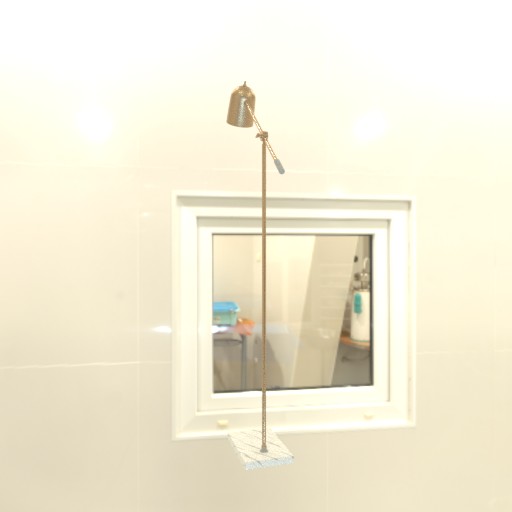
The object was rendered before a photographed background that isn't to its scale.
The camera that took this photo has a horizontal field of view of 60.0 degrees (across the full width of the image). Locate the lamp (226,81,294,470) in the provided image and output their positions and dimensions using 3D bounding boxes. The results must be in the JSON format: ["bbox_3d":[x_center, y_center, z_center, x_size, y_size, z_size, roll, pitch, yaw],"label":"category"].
[{"bbox_3d":[0.000,0.000,1.856,0.194,1.594,0.653,0,0,-17],"label":"lamp"}]
